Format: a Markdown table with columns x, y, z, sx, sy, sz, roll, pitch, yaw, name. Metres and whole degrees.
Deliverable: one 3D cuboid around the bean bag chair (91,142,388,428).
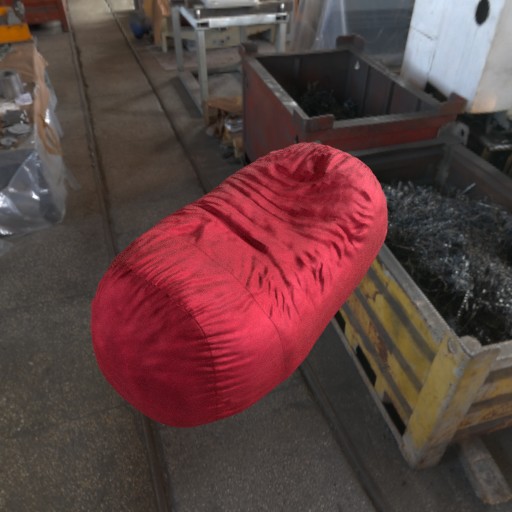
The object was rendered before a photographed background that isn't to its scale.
| x | y | z | sx | sy | sz | roll | pitch | yaw | name |
| --- | --- | --- | --- | --- | --- | --- | --- | --- | --- |
| 0.000 | 0.000 | 2.853 | 1.216 | 0.867 | 2.293 | 26 | 47 | 27 | bean bag chair |
